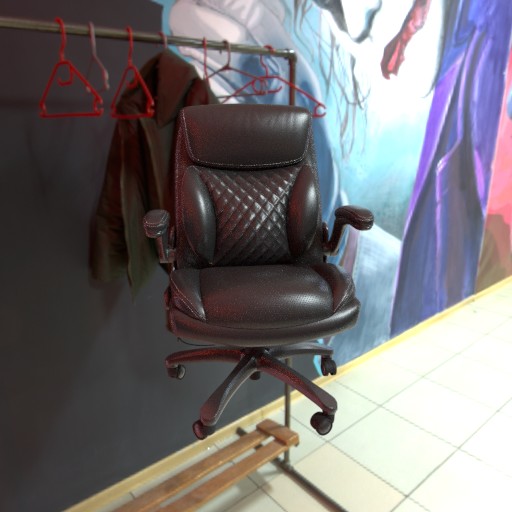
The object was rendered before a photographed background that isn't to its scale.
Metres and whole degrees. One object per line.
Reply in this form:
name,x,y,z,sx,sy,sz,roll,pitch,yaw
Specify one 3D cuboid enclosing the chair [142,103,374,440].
chair,0.000,0.000,1.669,0.782,1.110,0.724,-2,17,-7
